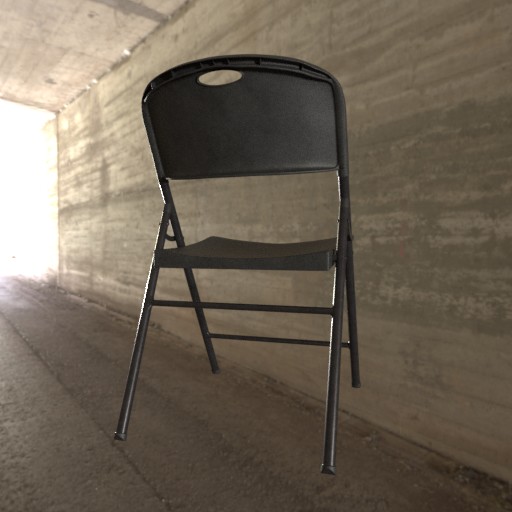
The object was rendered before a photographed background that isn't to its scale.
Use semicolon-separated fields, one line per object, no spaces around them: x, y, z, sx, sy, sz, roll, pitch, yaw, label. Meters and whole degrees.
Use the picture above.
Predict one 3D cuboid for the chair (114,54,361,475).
0.000;0.000;1.150;0.494;0.810;0.566;1;2;18;chair
